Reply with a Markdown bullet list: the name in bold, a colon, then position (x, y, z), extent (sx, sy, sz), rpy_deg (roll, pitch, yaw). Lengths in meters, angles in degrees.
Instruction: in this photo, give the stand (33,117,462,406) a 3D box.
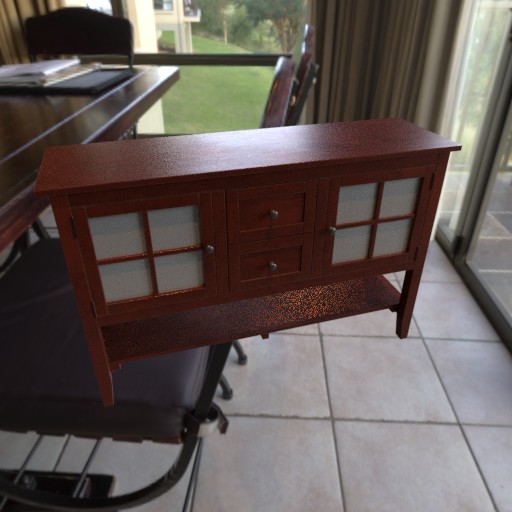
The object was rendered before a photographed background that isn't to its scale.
- **stand**: position (0.000, 0.000, 1.734), extent (1.362, 0.872, 0.410), rpy_deg (-9, 33, -14)
